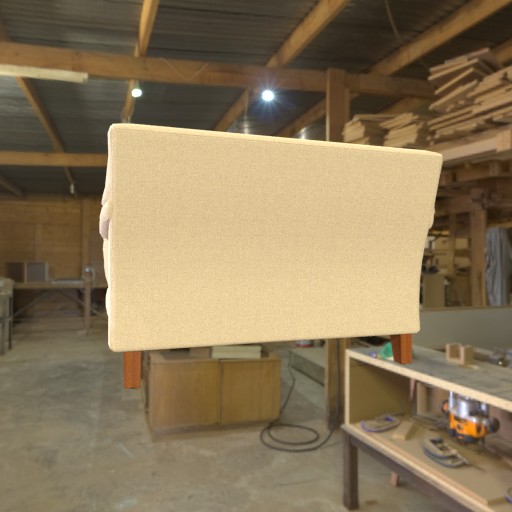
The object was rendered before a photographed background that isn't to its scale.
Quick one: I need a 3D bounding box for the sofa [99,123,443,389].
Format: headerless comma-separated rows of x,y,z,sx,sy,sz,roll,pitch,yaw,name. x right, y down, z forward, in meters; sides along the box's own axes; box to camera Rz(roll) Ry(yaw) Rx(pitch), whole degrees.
0.000,0.000,2.274,1.508,1.048,1.087,0,0,-18,sofa
